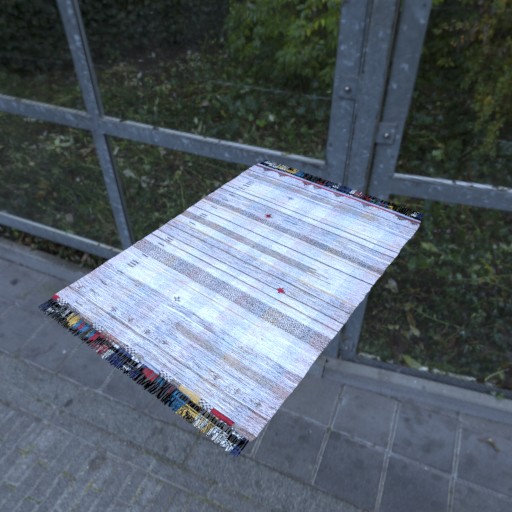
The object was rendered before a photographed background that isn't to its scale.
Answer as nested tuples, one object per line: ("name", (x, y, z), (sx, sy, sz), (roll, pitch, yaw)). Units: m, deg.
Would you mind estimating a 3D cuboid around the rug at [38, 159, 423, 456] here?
("rug", (0.000, 0.000, 2.367), (1.217, 0.012, 1.848), (26, 46, 27))
